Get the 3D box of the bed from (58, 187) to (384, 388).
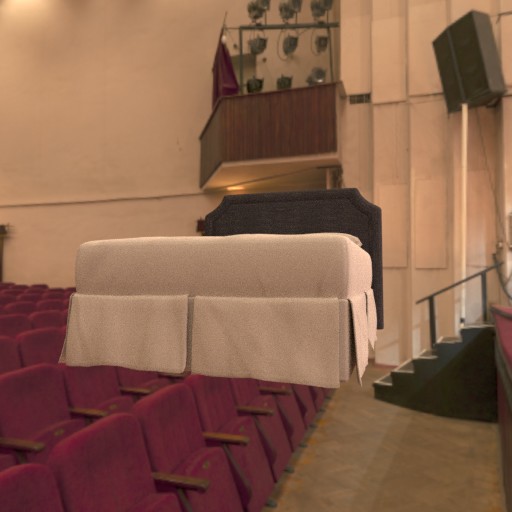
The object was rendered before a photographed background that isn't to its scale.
[{"bbox_3d":[0.000,0.000,3.177,1.693,1.290,2.116,-1,-3,18],"label":"bed"}]
